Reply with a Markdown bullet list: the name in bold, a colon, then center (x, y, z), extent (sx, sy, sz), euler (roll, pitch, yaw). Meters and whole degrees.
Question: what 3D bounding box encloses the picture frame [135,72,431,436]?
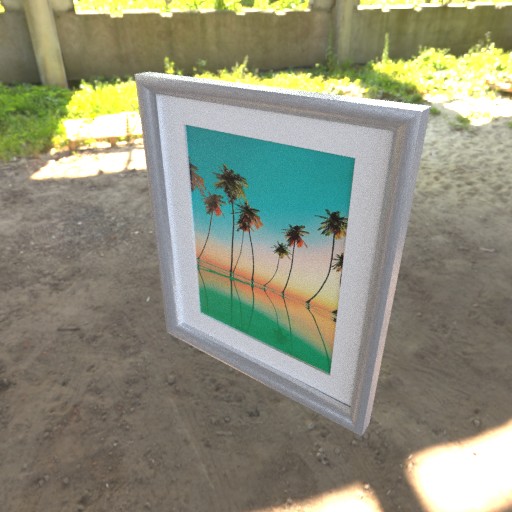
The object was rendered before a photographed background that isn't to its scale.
- **picture frame**: center (0.000, 0.000, 0.525), extent (0.327, 0.378, 0.027), euler (20, 36, 30)
